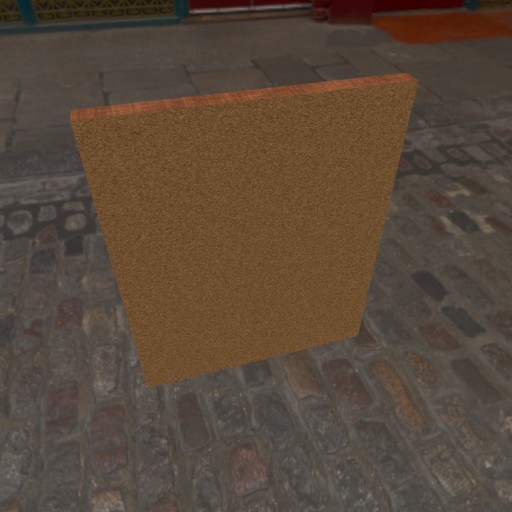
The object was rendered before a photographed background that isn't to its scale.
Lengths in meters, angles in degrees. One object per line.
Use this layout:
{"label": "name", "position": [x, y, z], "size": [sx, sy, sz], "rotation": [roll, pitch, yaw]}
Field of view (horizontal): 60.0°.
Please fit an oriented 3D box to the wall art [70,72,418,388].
{"label": "wall art", "position": [0.000, 0.000, 0.772], "size": [0.467, 0.567, 0.033], "rotation": [-11, 42, -12]}
